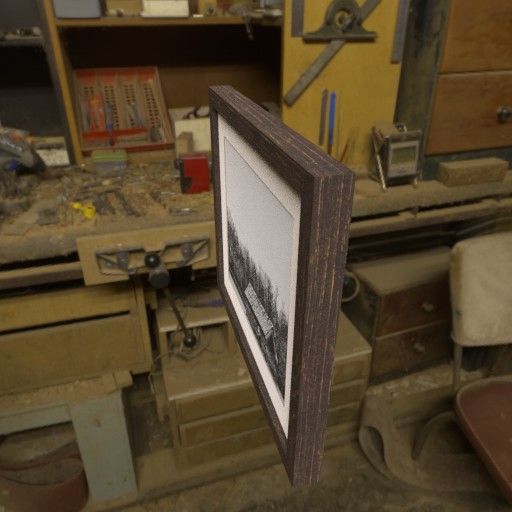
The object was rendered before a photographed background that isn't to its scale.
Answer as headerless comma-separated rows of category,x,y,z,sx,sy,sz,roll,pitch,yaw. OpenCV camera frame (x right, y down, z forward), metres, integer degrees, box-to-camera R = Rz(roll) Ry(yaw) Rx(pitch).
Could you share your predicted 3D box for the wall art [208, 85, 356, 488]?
wall art,0.000,0.000,0.532,0.031,0.330,0.381,-8,31,-14
